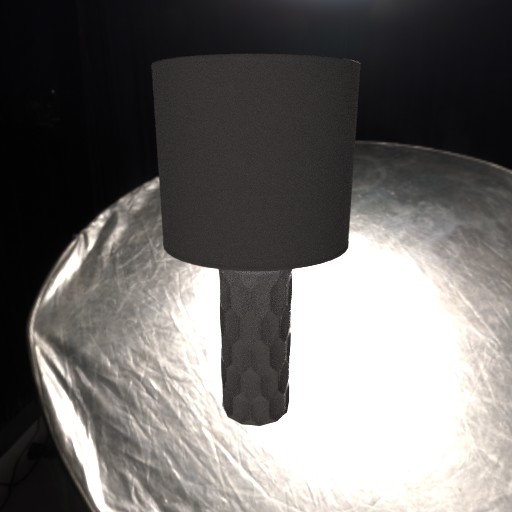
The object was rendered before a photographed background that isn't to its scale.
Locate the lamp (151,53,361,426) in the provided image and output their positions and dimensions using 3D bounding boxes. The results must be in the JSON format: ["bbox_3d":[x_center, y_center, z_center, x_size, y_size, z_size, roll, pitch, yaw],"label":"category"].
[{"bbox_3d":[0.000,0.000,0.680,0.277,0.537,0.277,2,18,8],"label":"lamp"}]
